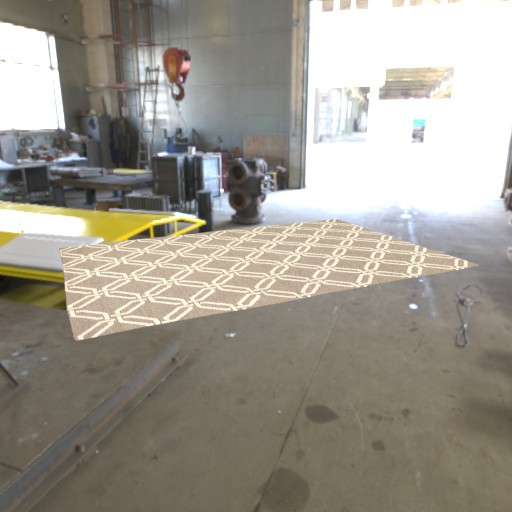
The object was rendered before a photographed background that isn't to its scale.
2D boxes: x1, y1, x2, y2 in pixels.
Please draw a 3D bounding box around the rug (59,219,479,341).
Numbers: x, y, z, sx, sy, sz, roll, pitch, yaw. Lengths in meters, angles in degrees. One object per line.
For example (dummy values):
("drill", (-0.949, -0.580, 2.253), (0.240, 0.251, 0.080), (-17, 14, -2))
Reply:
("rug", (0.000, 0.000, 2.169), (1.748, 0.010, 1.142), (-8, 18, -24))
